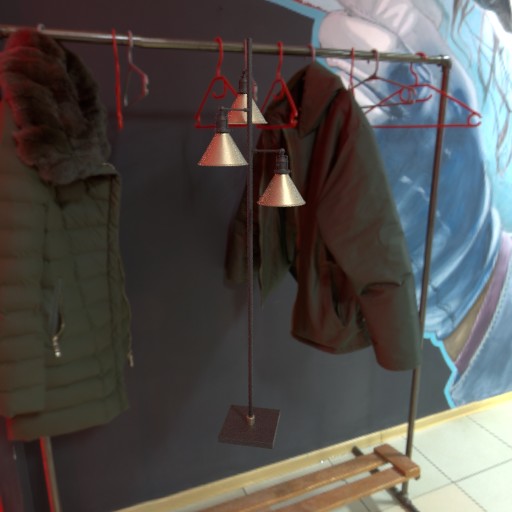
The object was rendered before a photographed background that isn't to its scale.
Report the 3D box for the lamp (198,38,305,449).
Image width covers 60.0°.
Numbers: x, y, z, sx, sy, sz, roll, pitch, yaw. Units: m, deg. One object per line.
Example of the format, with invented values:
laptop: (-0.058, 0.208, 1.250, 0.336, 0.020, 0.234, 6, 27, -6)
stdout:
lamp: (0.000, 0.000, 1.914, 0.415, 1.716, 0.428, 3, 16, 10)
